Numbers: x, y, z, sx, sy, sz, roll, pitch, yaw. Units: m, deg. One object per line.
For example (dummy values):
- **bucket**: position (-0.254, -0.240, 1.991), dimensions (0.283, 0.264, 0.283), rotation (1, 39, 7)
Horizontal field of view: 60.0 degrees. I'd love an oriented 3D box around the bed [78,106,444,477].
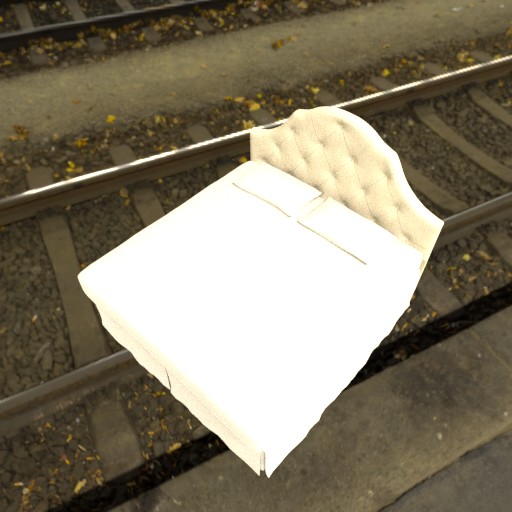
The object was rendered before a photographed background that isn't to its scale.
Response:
- **bed**: position (0.000, 0.000, 3.416), dimensions (2.012, 1.555, 2.086), rotation (34, 57, 26)
